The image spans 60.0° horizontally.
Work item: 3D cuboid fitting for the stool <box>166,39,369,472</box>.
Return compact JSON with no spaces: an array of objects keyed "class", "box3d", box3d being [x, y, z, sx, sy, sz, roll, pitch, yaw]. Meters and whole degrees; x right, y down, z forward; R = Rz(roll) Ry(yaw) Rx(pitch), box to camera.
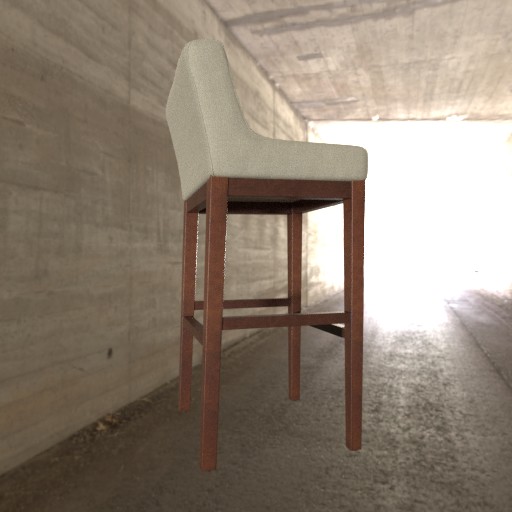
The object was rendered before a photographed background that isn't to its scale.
[{"class":"stool","box3d":[0.000,0.000,1.331,0.500,1.037,0.511,0,0,-17]}]
